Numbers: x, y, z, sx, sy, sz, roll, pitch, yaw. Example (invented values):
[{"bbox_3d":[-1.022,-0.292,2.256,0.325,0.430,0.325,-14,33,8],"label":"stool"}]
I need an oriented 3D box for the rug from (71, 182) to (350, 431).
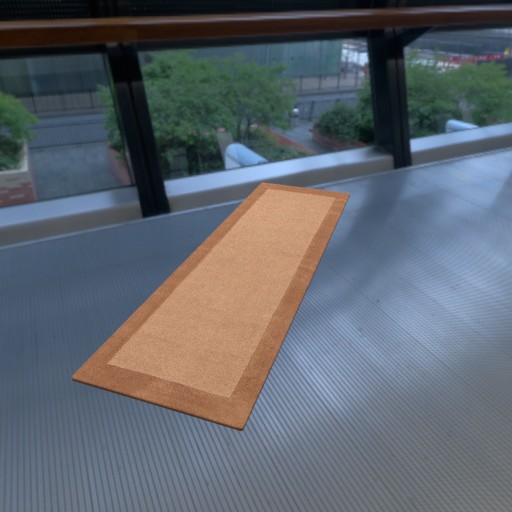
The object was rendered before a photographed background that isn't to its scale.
[{"bbox_3d":[0.000,0.000,2.714,0.764,0.017,2.439,10,31,17],"label":"rug"}]
